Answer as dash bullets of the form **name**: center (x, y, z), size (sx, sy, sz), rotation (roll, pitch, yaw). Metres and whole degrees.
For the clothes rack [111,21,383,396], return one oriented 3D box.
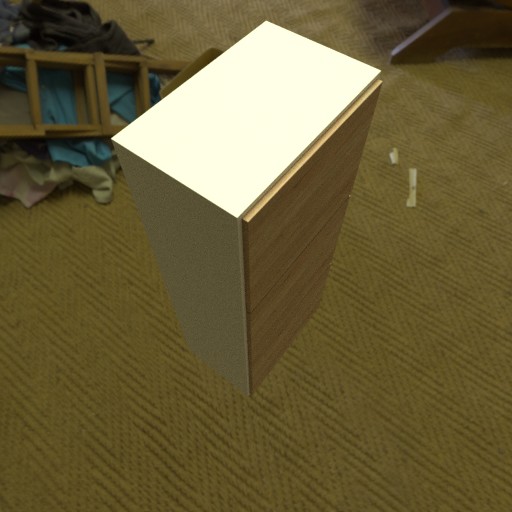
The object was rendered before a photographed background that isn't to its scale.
- **clothes rack**: center (0.000, 0.000, 1.411), size (0.331, 1.187, 0.500), rotation (33, 64, 19)
